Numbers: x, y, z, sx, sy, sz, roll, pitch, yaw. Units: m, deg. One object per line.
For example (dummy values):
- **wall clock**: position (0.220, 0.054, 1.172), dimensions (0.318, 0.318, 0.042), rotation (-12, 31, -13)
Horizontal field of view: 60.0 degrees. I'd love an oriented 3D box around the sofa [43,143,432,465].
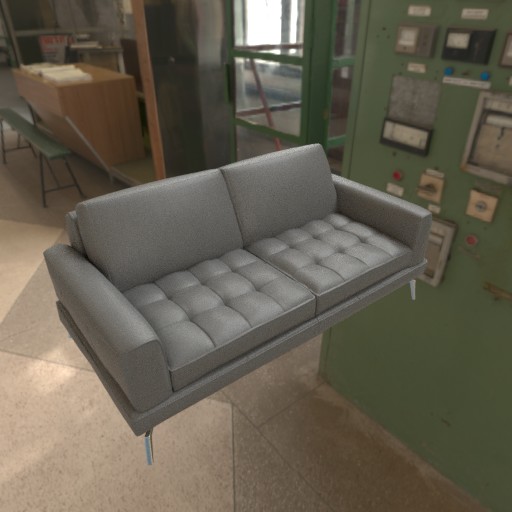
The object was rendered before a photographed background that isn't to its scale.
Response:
- **sofa**: position (0.000, 0.000, 2.700), dimensions (2.177, 0.930, 1.121), rotation (-22, 37, -32)
